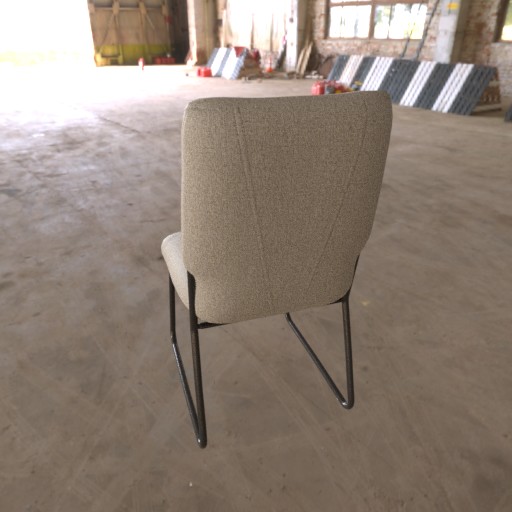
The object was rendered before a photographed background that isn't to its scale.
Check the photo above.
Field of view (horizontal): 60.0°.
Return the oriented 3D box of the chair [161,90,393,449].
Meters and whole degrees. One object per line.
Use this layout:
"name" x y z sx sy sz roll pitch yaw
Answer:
"chair" 0.000 0.000 1.168 0.448 0.864 0.560 -9 29 -16
